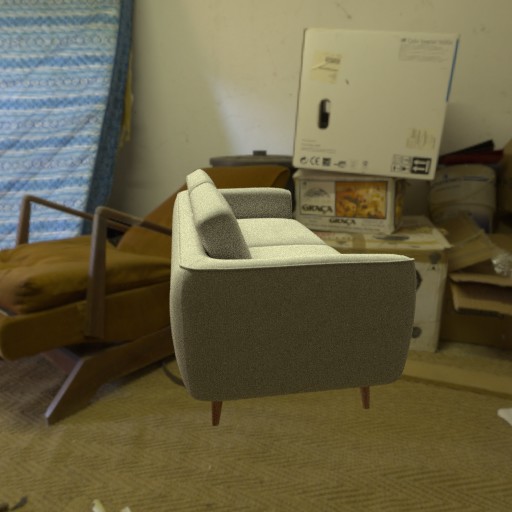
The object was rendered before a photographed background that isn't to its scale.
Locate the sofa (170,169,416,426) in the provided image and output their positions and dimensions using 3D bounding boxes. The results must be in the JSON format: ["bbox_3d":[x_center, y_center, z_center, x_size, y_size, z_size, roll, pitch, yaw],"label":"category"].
[{"bbox_3d":[0.000,0.000,2.464,0.920,0.850,2.000,-3,16,-10],"label":"sofa"}]
